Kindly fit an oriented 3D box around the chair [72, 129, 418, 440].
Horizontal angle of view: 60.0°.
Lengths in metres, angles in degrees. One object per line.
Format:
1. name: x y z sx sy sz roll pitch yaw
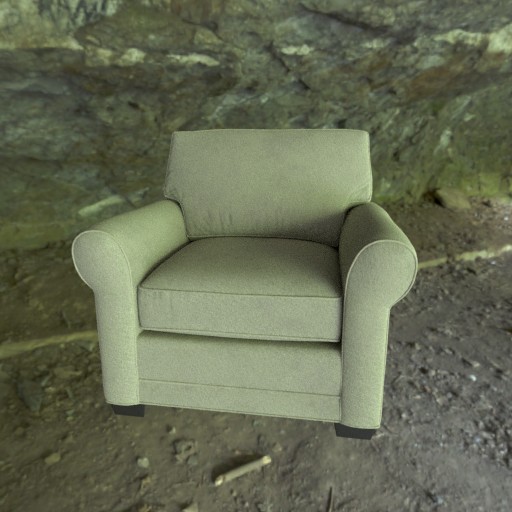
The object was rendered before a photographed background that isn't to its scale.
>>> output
1. chair: 0.000 0.000 1.861 1.147 1.044 0.939 2 15 9
